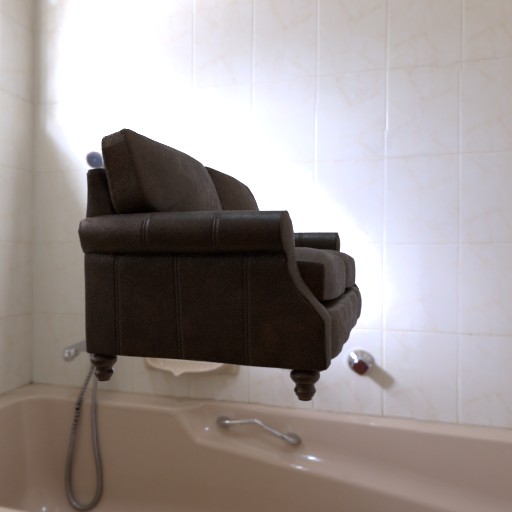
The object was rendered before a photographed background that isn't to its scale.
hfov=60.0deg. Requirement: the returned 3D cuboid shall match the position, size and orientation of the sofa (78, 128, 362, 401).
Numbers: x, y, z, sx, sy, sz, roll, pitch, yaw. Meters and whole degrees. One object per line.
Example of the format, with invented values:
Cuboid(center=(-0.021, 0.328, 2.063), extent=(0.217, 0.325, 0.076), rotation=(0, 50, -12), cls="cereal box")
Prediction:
Cuboid(center=(0.000, 0.000, 2.260), extent=(0.990, 0.976, 1.616), rotation=(0, 0, 17), cls="sofa")
